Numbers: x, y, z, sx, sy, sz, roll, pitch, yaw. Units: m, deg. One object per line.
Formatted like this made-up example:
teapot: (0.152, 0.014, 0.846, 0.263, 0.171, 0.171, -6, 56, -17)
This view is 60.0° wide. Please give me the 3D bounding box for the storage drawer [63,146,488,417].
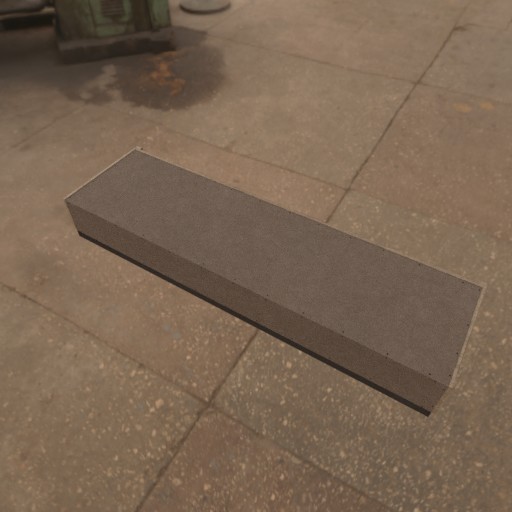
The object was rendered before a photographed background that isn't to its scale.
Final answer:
storage drawer: (0.000, 0.000, 2.281, 2.072, 0.274, 0.591, 24, 52, 21)
